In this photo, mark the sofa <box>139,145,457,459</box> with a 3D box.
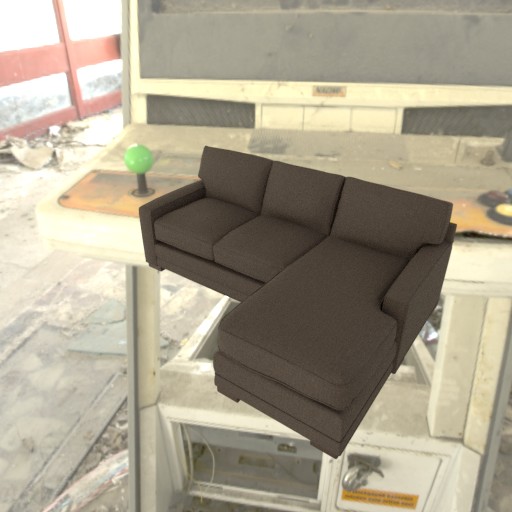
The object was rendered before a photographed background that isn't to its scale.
[{"bbox_3d":[0.000,0.000,3.327,2.370,0.973,1.790,20,36,30],"label":"sofa"}]
